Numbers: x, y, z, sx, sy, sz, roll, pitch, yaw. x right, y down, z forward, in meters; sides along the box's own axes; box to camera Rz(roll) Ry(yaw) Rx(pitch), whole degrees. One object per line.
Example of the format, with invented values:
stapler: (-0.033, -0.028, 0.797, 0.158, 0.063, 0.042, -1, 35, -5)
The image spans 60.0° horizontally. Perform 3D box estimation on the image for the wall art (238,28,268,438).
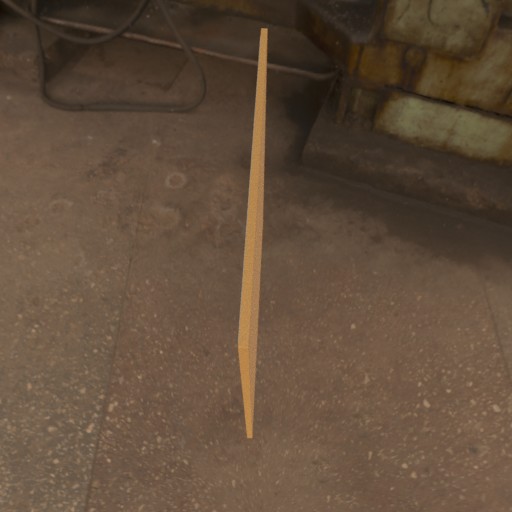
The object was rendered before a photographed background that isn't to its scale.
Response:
wall art: (0.000, 0.000, 0.987, 0.014, 0.655, 0.657, 2, 59, 1)
